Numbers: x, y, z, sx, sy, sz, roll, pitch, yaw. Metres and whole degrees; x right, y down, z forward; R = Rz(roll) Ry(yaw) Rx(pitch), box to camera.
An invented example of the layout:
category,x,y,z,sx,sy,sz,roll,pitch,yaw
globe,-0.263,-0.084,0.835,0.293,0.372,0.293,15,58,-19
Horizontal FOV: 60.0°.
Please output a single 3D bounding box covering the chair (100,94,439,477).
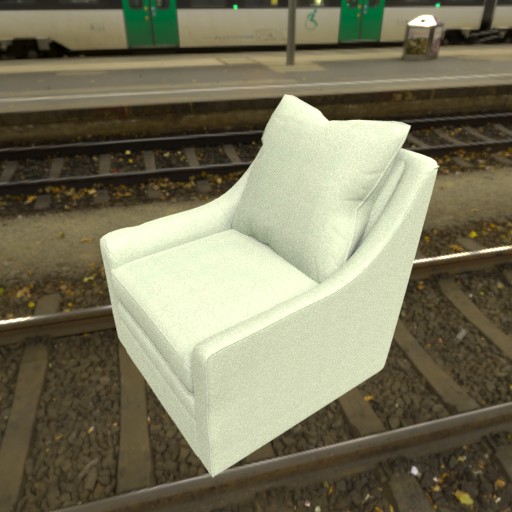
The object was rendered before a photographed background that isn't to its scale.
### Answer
category,x,y,z,sx,sy,sz,roll,pitch,yaw
chair,0.000,0.000,1.559,0.870,0.926,0.760,-20,36,-30
